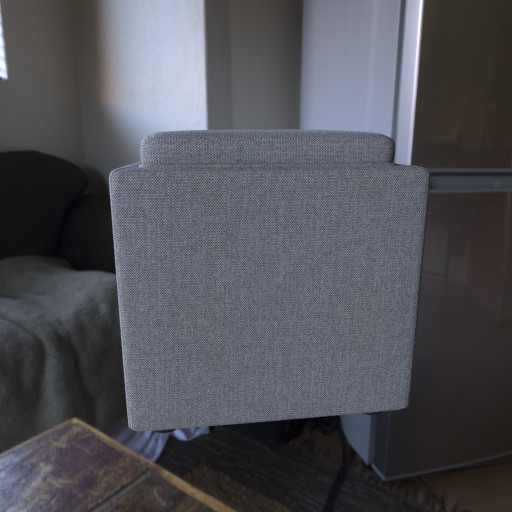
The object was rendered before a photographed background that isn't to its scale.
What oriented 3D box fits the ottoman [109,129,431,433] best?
[{"bbox_3d":[0.000,0.000,0.850,0.450,0.460,0.450,-2,14,-8],"label":"ottoman"}]
